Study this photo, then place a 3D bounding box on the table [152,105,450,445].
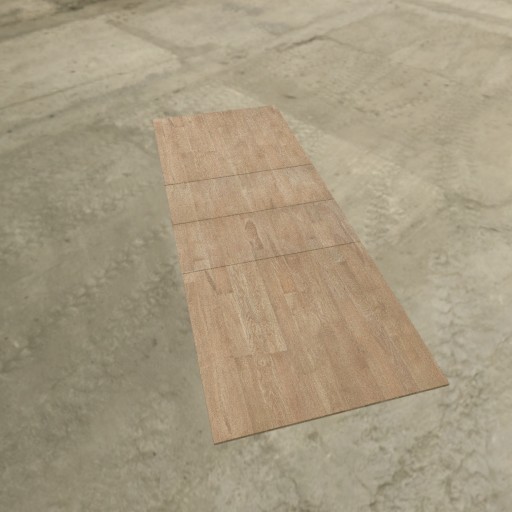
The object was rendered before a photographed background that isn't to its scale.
[{"bbox_3d":[0.000,0.000,2.920,1.000,0.752,2.603,-10,46,-10],"label":"table"}]
